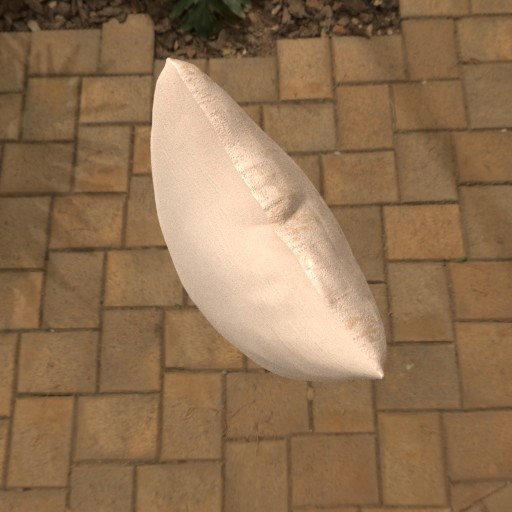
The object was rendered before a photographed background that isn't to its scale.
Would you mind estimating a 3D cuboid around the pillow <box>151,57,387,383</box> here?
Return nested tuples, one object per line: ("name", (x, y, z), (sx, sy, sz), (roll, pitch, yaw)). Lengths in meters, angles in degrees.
("pillow", (0.000, 0.000, 0.702), (0.245, 0.448, 0.450), (-29, 78, -7))
